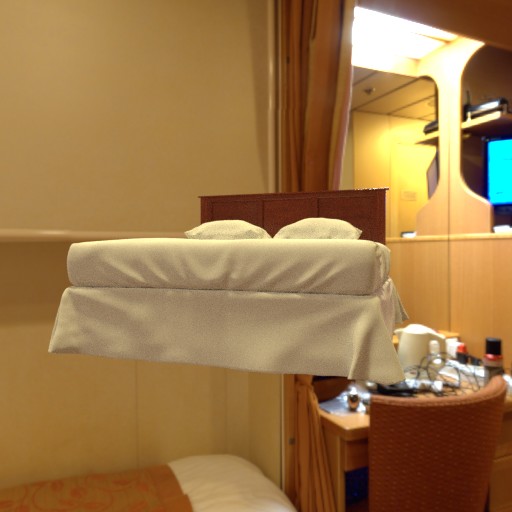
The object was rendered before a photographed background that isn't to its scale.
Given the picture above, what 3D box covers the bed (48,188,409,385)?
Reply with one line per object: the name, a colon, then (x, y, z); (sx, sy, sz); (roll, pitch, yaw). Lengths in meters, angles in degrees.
bed: (0.000, 0.000, 3.520); (2.314, 1.271, 2.219); (0, 1, 19)
